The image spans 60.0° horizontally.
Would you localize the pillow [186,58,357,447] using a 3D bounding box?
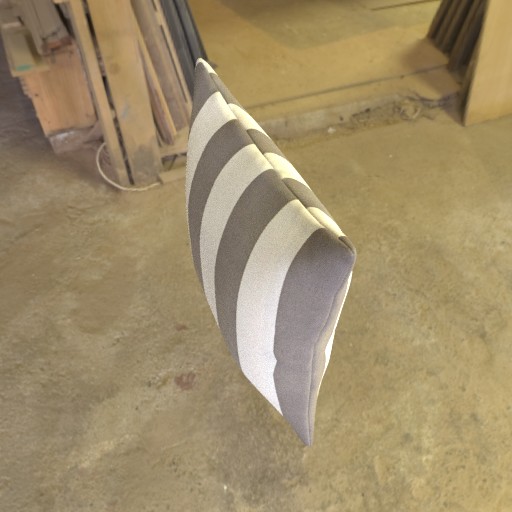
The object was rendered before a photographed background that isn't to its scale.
[{"bbox_3d":[0.000,0.000,0.786,0.192,0.507,0.522,-16,48,-15],"label":"pillow"}]
